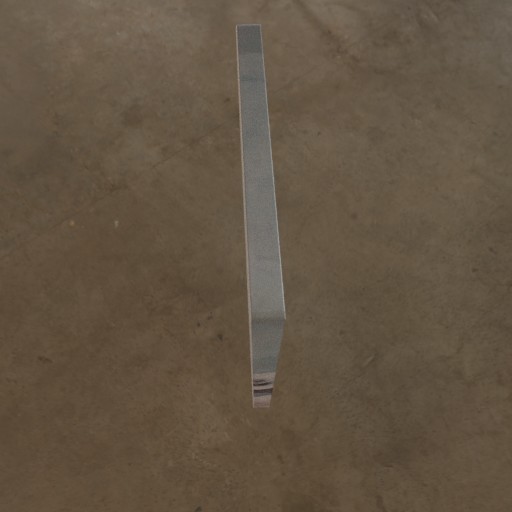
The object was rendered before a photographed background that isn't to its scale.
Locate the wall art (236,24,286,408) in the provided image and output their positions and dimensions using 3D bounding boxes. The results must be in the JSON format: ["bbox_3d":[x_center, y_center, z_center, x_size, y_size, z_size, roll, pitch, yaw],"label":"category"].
[{"bbox_3d":[0.000,0.000,0.819,0.037,0.613,0.455,-3,63,-1],"label":"wall art"}]
